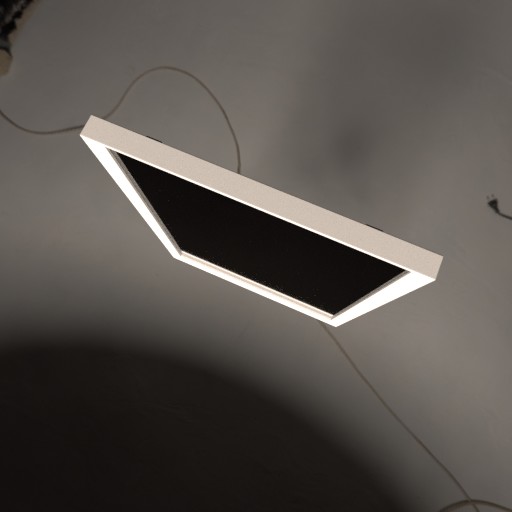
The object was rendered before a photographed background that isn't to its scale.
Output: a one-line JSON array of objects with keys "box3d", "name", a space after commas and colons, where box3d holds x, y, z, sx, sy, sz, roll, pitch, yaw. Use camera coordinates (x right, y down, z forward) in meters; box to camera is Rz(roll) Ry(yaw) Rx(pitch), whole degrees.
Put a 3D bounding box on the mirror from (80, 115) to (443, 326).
[{"box3d": [0.000, 0.000, 0.929, 0.507, 0.710, 0.039, 23, 77, 5], "name": "mirror"}]
